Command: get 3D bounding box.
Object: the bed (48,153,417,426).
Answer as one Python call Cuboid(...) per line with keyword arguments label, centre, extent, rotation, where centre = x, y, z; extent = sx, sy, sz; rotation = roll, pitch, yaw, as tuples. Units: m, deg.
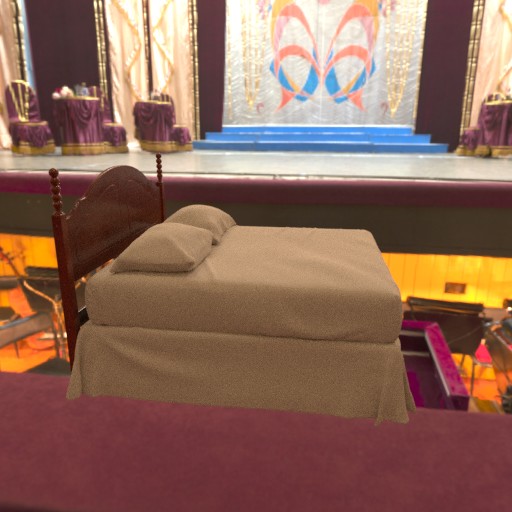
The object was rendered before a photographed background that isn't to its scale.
Cuboid(label="bed", centre=(0.000, 0.000, 3.194), extent=(2.040, 1.356, 1.873), rotation=(2, 16, 8))
